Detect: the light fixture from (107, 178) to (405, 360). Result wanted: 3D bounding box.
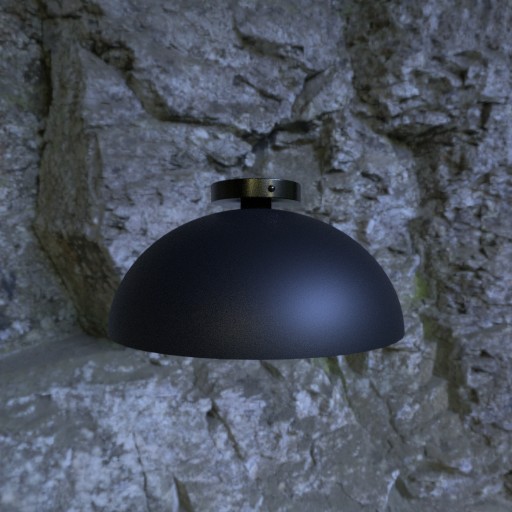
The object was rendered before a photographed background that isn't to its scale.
[{"bbox_3d":[0.000,0.000,0.557,0.355,0.177,0.355,0,0,0],"label":"light fixture"}]
